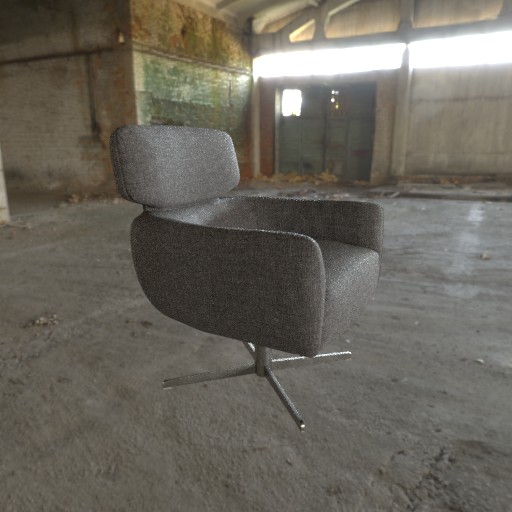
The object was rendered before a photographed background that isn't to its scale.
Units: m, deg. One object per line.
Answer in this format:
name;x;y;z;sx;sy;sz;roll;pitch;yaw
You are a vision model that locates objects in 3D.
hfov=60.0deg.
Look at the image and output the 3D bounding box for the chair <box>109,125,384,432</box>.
chair;0.000;0.000;1.416;0.715;0.812;0.706;7;16;27
